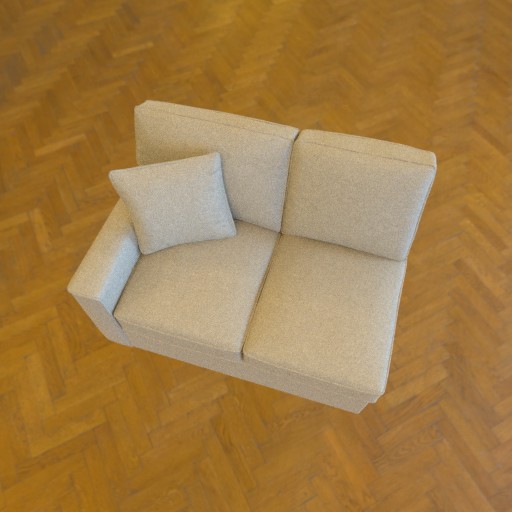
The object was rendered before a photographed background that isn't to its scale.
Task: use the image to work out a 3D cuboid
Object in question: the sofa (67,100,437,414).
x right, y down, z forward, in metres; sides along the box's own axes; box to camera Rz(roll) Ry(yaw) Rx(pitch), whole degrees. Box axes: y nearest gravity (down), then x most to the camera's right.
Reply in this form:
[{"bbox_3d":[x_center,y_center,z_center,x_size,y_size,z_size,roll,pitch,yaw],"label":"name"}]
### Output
[{"bbox_3d":[0.000,0.000,2.114,1.388,0.989,0.991,14,60,9],"label":"sofa"}]
